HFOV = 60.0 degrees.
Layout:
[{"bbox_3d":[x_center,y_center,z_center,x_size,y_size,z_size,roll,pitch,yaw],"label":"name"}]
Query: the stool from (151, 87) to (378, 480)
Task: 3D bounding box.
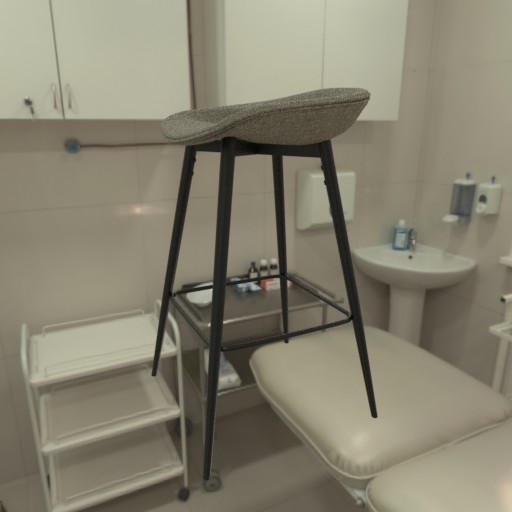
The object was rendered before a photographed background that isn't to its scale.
[{"bbox_3d":[0.000,0.000,1.132,0.480,0.814,0.469,-8,19,-25],"label":"stool"}]
